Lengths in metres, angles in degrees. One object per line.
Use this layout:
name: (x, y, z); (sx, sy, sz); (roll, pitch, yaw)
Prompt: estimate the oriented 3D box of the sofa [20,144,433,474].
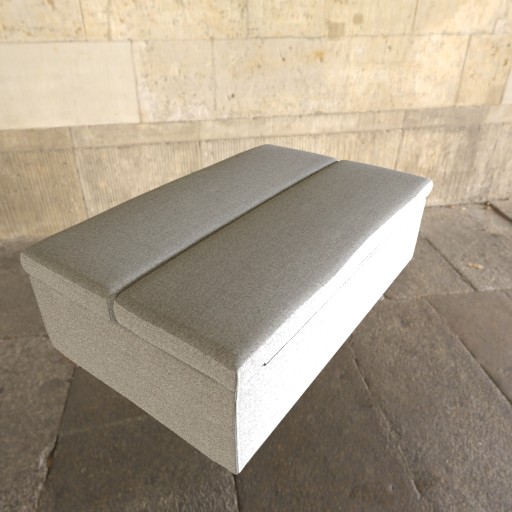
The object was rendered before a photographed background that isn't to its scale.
sofa: (0.000, 0.000, 1.582); (0.817, 0.434, 1.250); (21, 37, 30)
